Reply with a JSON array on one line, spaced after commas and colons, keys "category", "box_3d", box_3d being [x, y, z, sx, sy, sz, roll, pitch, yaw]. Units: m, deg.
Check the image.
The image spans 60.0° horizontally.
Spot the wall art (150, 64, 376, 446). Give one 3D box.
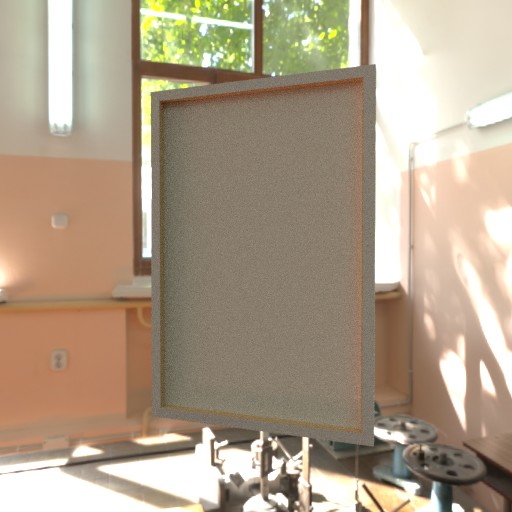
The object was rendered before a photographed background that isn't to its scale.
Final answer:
[{"category": "wall art", "box_3d": [0.000, 0.000, 1.170, 0.607, 0.912, 0.038, 0, 1, 18]}]
